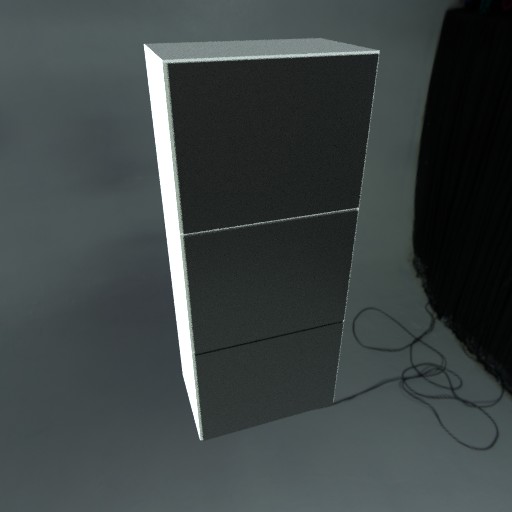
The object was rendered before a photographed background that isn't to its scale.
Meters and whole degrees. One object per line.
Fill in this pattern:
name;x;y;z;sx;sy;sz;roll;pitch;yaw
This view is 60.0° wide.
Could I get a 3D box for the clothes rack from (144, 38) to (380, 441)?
clothes rack;0.000;0.000;1.386;0.500;1.187;0.330;-10;32;-16
